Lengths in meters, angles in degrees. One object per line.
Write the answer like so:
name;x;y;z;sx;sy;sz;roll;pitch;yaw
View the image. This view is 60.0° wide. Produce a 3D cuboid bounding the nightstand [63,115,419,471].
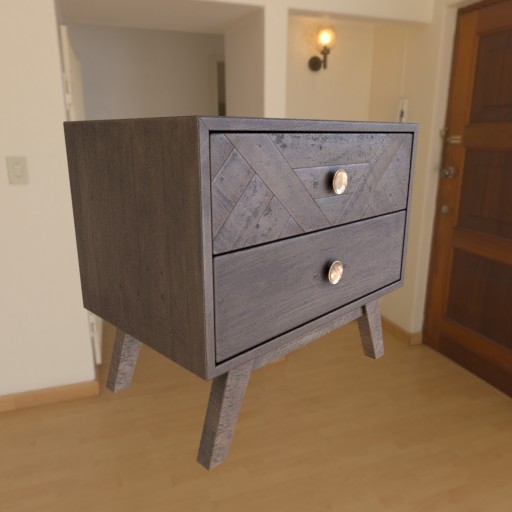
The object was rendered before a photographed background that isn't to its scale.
nightstand;0.000;0.000;1.038;0.450;0.599;0.650;15;21;43
